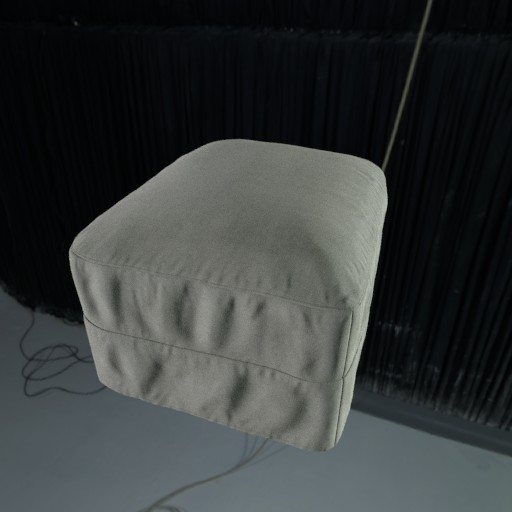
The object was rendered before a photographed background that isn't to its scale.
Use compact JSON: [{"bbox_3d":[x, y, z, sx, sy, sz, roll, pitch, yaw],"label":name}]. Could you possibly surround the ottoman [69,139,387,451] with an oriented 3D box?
[{"bbox_3d":[0.000,0.000,1.102,0.584,0.480,0.712,10,32,16],"label":"ottoman"}]
